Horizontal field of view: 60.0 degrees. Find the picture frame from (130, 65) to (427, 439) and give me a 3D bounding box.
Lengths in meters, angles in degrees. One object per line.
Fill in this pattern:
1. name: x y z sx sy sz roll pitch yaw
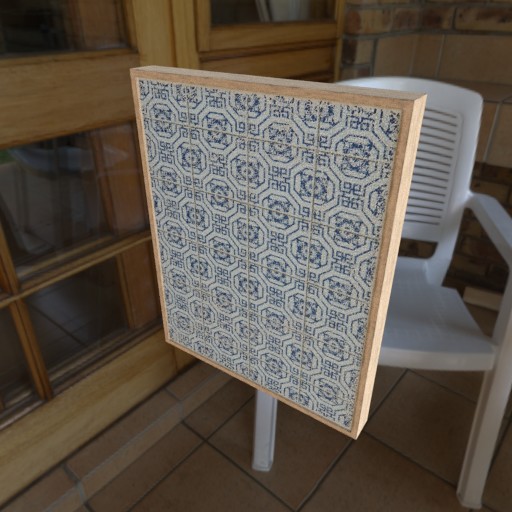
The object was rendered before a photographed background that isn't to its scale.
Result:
1. picture frame: 0.000 0.000 0.702 0.421 0.526 0.046 19 35 29
